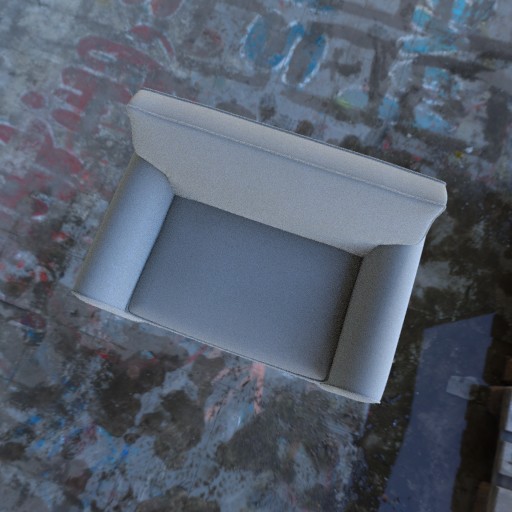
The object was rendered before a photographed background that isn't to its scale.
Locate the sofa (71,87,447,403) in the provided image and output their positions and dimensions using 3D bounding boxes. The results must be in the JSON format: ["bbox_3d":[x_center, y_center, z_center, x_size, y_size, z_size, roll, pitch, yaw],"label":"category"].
[{"bbox_3d":[0.000,0.000,2.085,1.405,1.006,0.937,19,77,5],"label":"sofa"}]
